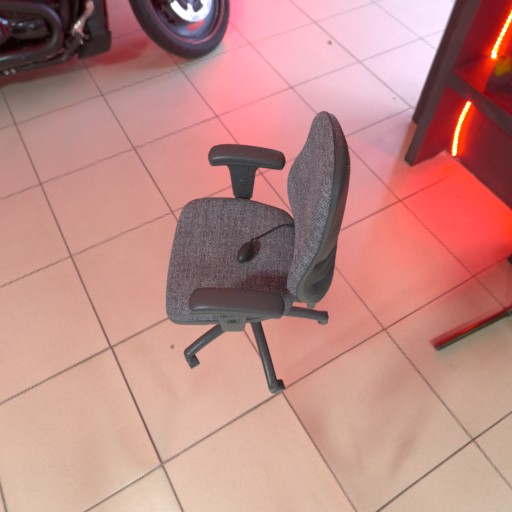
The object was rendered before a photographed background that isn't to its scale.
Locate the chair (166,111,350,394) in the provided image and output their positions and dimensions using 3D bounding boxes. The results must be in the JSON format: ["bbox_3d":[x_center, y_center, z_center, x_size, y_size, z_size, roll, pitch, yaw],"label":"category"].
[{"bbox_3d":[0.000,0.000,1.281,0.530,0.910,0.550,2,58,1],"label":"chair"}]
